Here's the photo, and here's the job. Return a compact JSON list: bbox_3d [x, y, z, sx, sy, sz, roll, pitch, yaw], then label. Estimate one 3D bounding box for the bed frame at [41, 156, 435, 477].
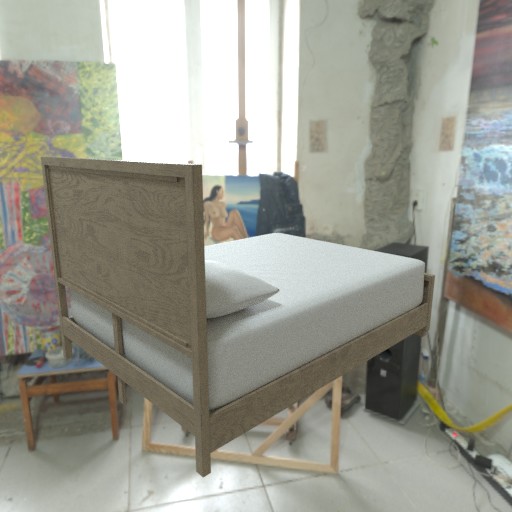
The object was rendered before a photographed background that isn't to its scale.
[{"bbox_3d":[0.000,0.000,3.108,2.189,1.369,1.606,-13,19,-42],"label":"bed frame"}]
